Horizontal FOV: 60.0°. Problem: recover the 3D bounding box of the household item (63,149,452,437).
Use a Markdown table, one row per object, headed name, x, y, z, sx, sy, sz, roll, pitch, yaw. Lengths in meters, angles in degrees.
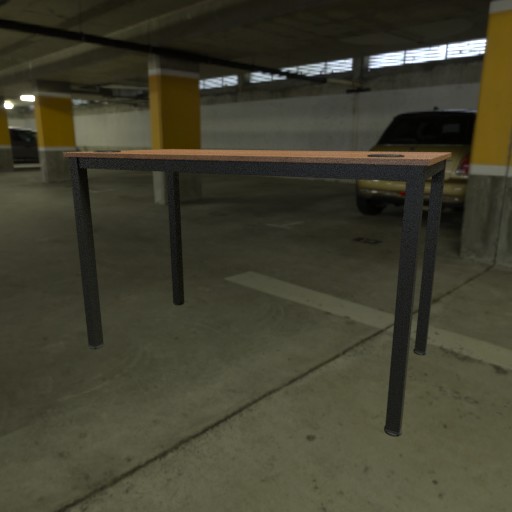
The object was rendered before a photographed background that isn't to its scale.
| name | x | y | z | sx | sy | sz | roll | pitch | yaw |
| --- | --- | --- | --- | --- | --- | --- | --- | --- | --- |
| household item | 0.000 | 0.000 | 1.623 | 1.200 | 0.750 | 0.600 | 7 | 16 | 26 |
